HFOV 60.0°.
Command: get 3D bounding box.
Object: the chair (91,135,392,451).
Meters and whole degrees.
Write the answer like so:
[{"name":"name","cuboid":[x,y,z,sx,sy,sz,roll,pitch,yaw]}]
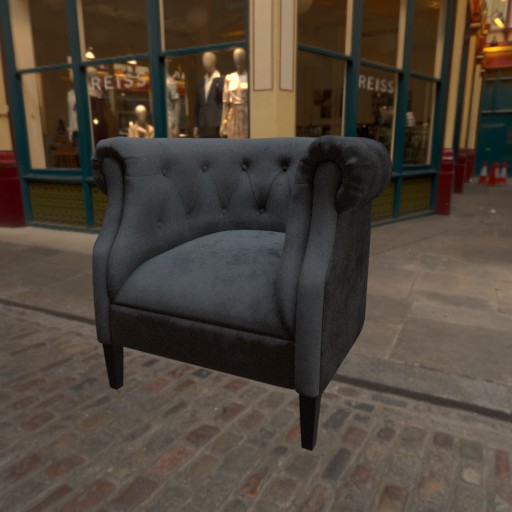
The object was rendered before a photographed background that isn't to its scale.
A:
[{"name":"chair","cuboid":[0.000,0.000,1.582,0.904,0.826,0.851,7,16,25]}]
